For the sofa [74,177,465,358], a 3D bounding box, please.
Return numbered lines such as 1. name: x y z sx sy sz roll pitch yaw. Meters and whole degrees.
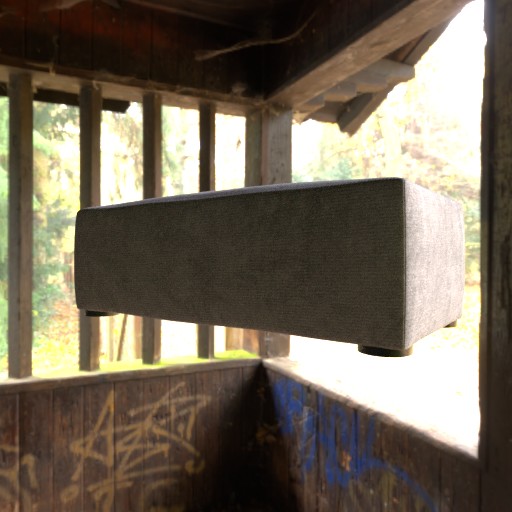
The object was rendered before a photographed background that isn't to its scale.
1. sofa: 0.000 0.000 1.154 0.930 0.330 0.480 0 0 36
